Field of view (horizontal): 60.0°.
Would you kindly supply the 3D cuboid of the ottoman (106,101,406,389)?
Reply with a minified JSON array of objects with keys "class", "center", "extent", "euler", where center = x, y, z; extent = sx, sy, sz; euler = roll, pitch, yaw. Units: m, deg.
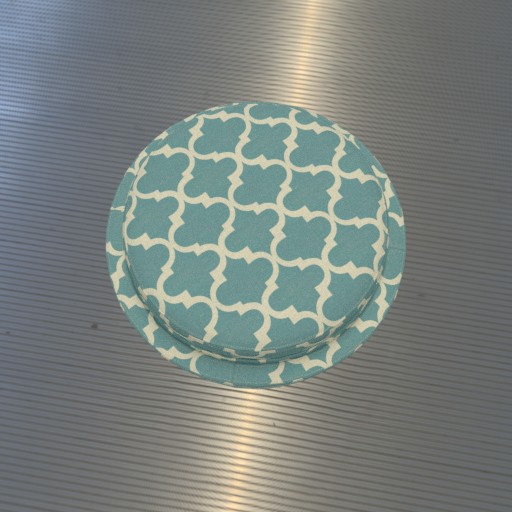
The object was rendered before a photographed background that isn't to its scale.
[{"class":"ottoman","center":[0.000,0.000,0.833],"extent":[0.480,0.429,0.480],"euler":[0,73,0]}]
